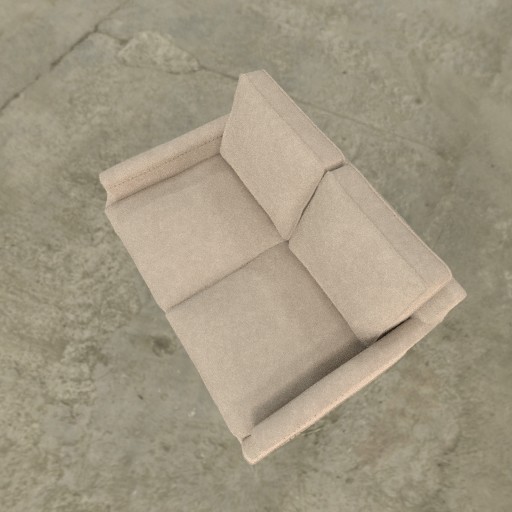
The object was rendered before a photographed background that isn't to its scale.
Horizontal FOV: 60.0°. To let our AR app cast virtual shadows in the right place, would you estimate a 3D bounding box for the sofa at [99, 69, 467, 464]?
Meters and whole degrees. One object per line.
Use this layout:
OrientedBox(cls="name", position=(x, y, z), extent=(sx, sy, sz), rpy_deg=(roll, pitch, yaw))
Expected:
OrientedBox(cls="sofa", position=(0.000, 0.000, 2.242), extent=(1.084, 1.002, 1.597), rpy_deg=(-30, 67, -14))
